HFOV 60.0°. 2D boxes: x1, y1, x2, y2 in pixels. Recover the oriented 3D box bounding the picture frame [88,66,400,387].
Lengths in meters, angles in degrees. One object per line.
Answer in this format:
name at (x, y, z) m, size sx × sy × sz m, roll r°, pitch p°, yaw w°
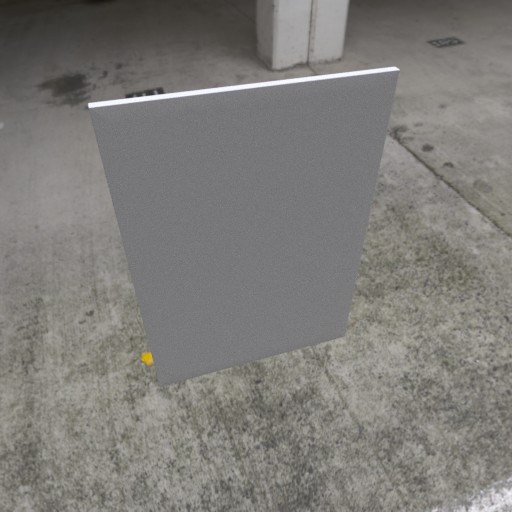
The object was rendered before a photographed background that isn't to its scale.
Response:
picture frame at (0.000, 0.000, 0.696) m, size 0.381 × 0.534 × 0.012 m, roll -12°, pitch 43°, yaw -14°
